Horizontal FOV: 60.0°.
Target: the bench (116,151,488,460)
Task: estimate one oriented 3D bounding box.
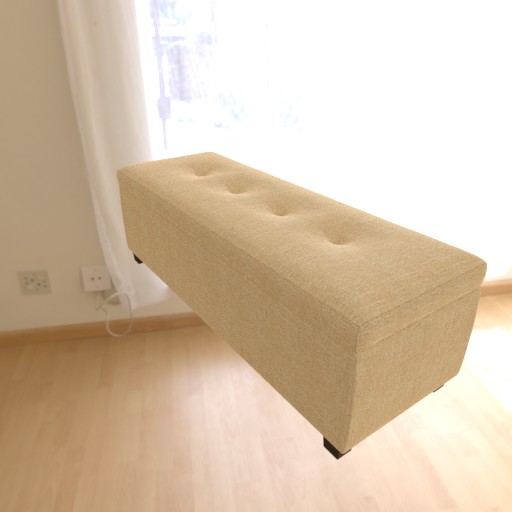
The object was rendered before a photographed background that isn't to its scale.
[{"bbox_3d":[0.000,0.000,1.398,0.432,0.406,1.219,-18,32,-31],"label":"bench"}]
